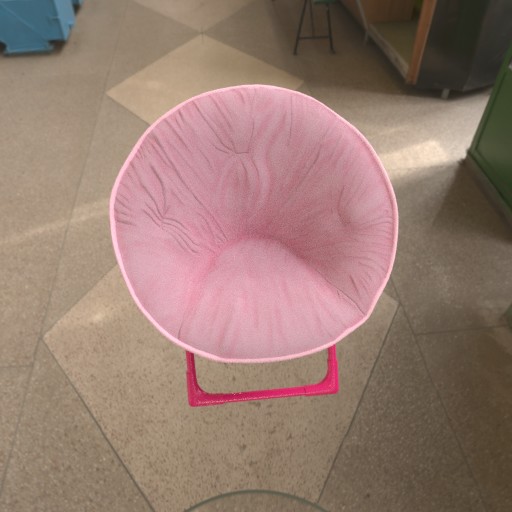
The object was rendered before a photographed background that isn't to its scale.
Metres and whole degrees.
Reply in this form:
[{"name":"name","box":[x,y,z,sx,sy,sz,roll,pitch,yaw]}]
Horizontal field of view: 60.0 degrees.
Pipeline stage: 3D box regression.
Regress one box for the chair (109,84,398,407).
[{"name":"chair","box":[0.000,0.000,0.884,0.522,0.494,0.459,-4,47,-4]}]
